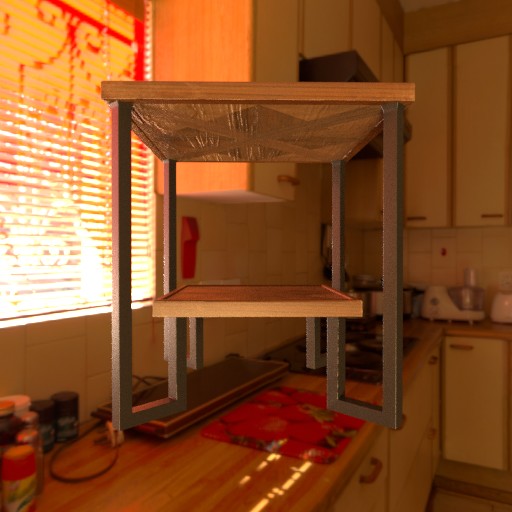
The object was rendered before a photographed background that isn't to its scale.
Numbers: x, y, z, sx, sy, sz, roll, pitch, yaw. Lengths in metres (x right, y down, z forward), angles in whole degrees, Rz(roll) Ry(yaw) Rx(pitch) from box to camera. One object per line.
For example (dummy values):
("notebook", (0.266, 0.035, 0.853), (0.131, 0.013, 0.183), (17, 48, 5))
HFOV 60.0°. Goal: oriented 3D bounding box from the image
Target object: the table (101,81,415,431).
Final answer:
("table", (0.000, 0.000, 0.961), (0.503, 0.563, 0.503), (0, 1, -1))
